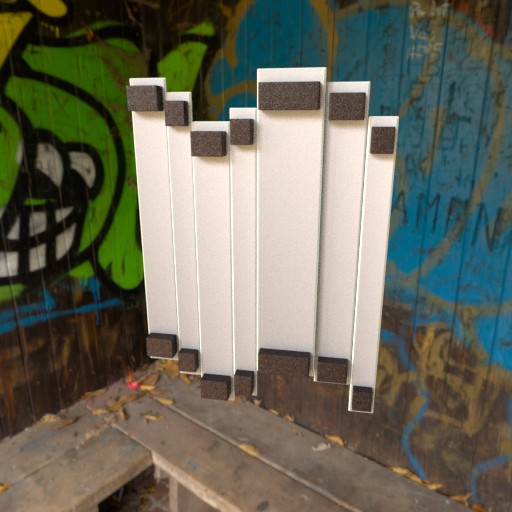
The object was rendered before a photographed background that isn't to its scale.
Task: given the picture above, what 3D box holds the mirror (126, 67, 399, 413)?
[{"bbox_3d":[0.000,0.000,0.782,0.445,0.611,0.058,3,17,9],"label":"mirror"}]
